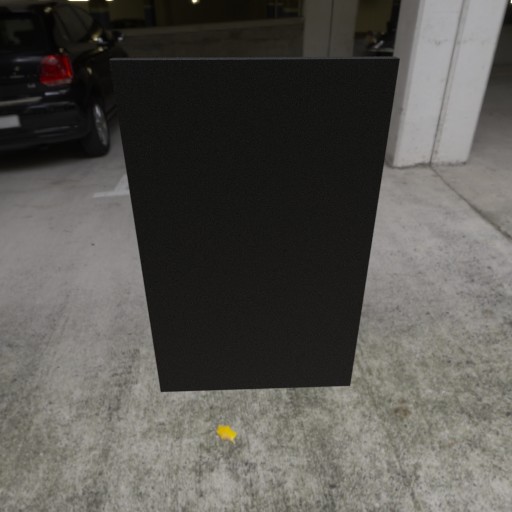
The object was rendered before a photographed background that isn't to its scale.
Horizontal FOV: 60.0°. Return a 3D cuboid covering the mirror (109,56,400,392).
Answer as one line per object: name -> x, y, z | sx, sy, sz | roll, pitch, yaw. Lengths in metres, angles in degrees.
mirror -> 0.000, 0.000, 1.486 | 0.762, 1.219, 0.038 | -1, 31, -2
